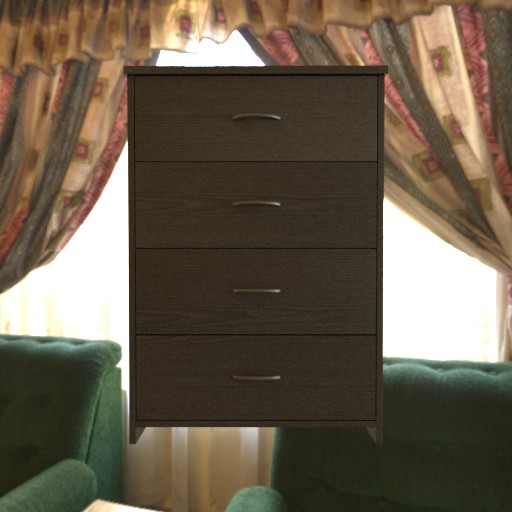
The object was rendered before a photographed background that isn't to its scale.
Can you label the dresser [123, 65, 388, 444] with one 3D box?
[{"bbox_3d":[0.000,0.000,1.374,0.704,1.020,0.399,0,1,0],"label":"dresser"}]
